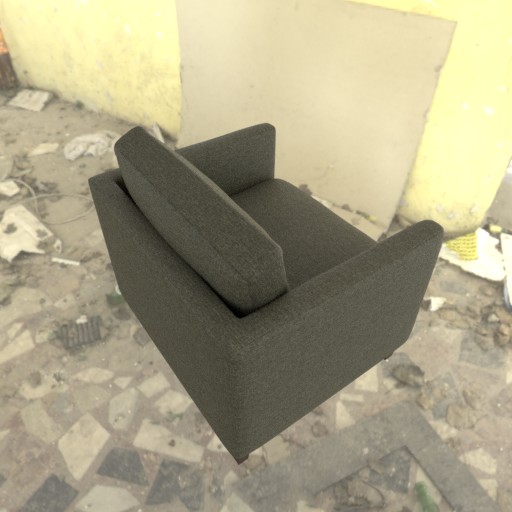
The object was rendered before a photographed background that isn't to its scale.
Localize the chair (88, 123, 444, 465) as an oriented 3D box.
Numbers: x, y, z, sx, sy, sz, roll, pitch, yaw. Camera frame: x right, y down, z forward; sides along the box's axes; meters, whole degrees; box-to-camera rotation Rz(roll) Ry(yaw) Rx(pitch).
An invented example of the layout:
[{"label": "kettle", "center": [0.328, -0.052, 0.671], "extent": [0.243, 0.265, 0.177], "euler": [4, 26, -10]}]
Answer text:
[{"label": "chair", "center": [0.000, 0.000, 1.859], "extent": [0.959, 0.963, 1.107], "euler": [-25, 47, -26]}]
